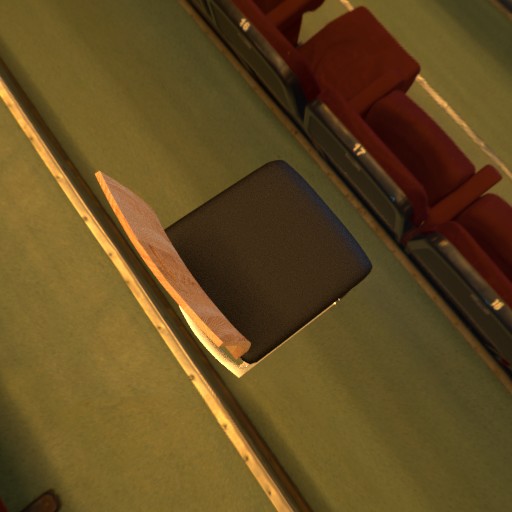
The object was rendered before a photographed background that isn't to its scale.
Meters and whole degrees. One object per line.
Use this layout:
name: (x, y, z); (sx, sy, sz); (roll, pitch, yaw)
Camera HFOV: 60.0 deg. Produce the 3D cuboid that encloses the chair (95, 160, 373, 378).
chair: (0.000, 0.000, 1.229); (0.560, 0.936, 0.462); (-36, 77, -9)
